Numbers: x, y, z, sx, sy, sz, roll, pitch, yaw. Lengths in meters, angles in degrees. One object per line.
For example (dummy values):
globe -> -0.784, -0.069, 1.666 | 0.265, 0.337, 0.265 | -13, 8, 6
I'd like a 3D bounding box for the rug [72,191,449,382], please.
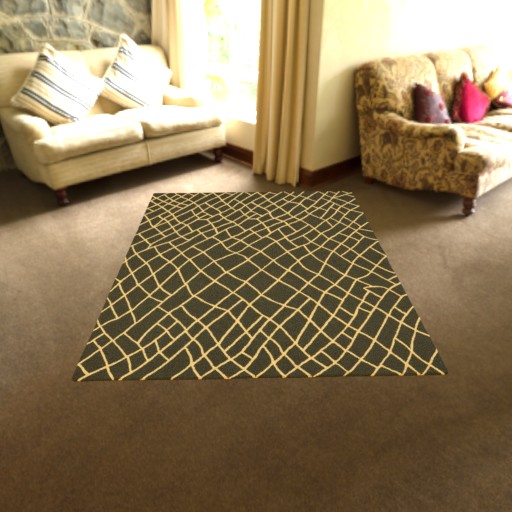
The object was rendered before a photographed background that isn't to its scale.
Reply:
rug -> 0.000, 0.000, 4.145 | 2.439, 0.022, 3.047 | -1, 31, -1
